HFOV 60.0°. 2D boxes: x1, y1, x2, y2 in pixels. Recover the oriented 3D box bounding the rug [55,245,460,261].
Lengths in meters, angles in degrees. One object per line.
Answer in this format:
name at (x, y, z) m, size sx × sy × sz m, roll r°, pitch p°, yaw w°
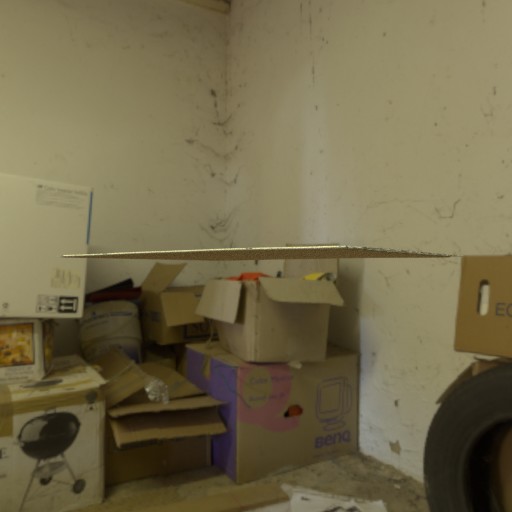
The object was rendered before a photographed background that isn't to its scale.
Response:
rug at (0.000, 0.000, 3.981) m, size 3.027 × 0.028 × 2.125 m, roll -1°, pitch -2°, yaw 37°
